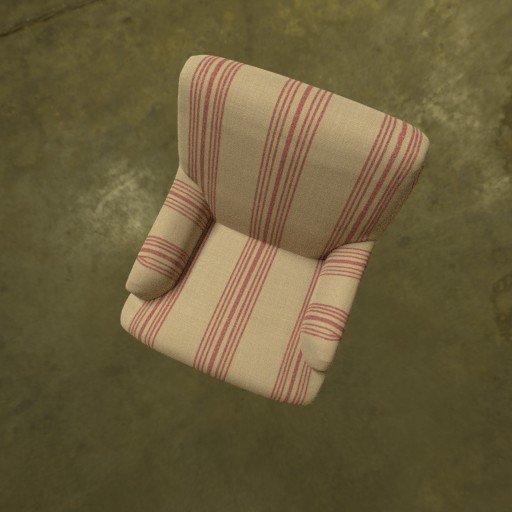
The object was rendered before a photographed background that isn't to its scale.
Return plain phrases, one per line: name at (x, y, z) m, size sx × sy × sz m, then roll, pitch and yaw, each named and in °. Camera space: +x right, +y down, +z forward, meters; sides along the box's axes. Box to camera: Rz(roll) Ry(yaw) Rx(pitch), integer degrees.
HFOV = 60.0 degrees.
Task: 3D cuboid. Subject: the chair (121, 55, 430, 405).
chair at (0.000, 0.000, 1.880) m, size 0.933 × 1.123 × 1.058 m, roll 21°, pitch 77°, yaw 5°
